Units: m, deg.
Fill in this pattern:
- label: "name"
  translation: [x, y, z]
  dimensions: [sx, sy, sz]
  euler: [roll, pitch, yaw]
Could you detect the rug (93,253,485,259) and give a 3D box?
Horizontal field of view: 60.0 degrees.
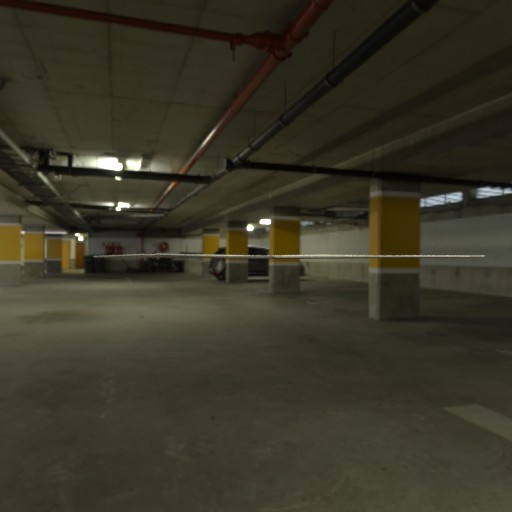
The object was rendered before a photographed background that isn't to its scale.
- label: "rug"
  translation: [0.000, 0.000, 2.301]
  dimensions: [1.159, 0.021, 1.789]
  euler: [0, 0, -35]
